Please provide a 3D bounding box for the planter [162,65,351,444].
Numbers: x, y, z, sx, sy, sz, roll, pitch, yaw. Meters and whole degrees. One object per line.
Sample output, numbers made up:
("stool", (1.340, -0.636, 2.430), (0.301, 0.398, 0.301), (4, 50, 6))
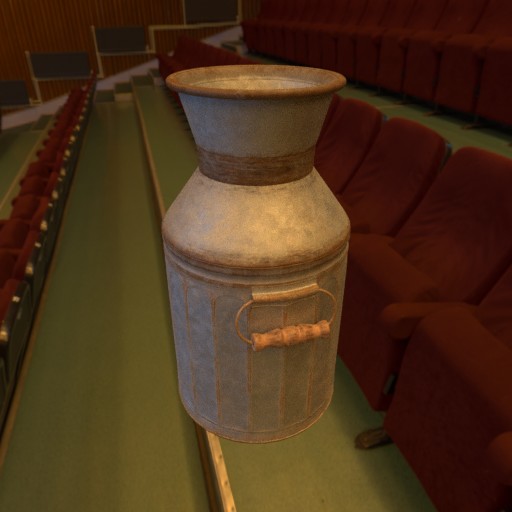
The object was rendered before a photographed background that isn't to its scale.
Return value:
("planter", (0.000, 0.000, 0.520), (0.214, 0.396, 0.245), (-8, 31, -14))
